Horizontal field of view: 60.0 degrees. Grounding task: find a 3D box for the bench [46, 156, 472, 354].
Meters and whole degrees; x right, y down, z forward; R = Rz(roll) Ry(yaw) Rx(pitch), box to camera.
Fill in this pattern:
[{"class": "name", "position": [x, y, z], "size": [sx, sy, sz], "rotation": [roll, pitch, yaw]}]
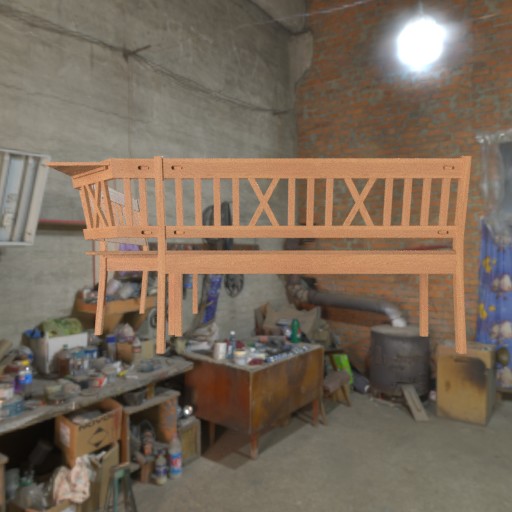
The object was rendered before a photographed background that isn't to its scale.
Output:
[{"class": "bench", "position": [0.000, 0.000, 2.757], "size": [1.937, 0.902, 1.537], "rotation": [0, 0, 0]}]
